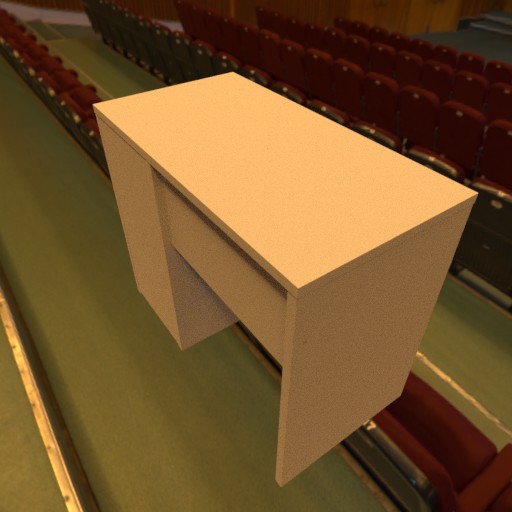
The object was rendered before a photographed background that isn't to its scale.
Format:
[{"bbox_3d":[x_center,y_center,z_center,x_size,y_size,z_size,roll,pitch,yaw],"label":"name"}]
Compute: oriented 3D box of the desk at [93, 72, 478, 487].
[{"bbox_3d":[0.000,0.000,1.303,0.482,0.730,0.898,-25,46,-26],"label":"desk"}]
